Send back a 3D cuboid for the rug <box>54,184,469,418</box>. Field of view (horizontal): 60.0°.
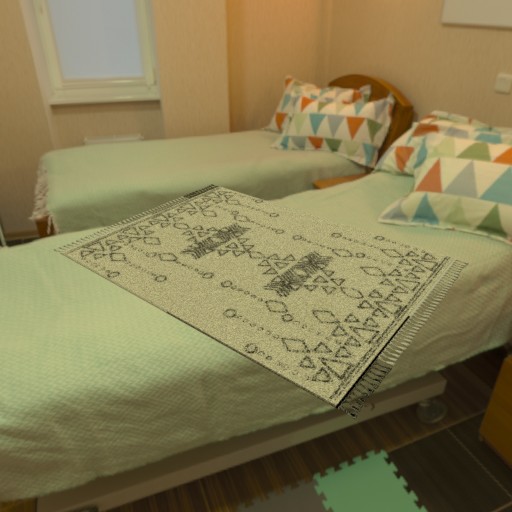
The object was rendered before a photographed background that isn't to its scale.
[{"bbox_3d":[0.000,0.000,2.993,2.312,0.013,1.600,22,36,32],"label":"rug"}]
